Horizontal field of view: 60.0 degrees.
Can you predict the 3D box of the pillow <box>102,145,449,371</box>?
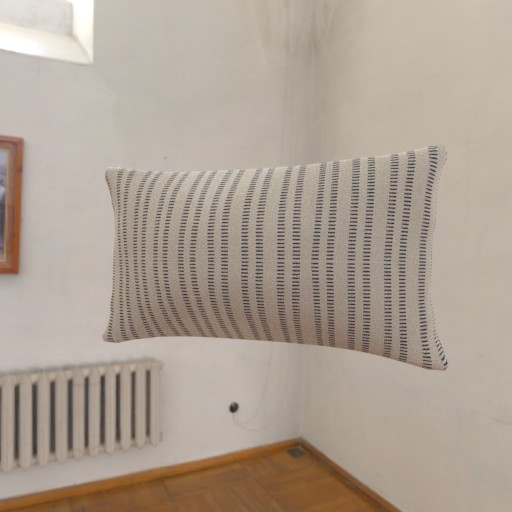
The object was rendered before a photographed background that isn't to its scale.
[{"bbox_3d":[0.000,0.000,0.799,0.640,0.353,0.210,0,1,19],"label":"pillow"}]
